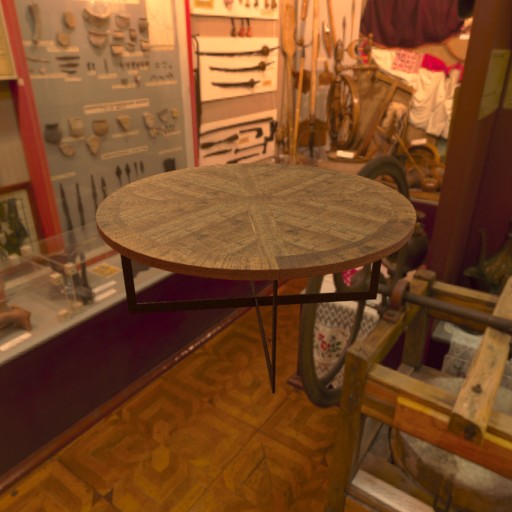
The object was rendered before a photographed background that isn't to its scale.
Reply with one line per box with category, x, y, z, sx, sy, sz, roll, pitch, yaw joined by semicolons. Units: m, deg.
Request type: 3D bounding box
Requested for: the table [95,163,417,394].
table;0.000;0.000;1.946;1.264;0.516;1.264;0;25;0
